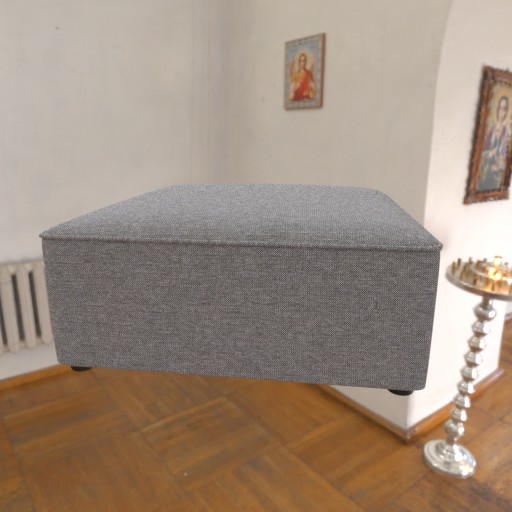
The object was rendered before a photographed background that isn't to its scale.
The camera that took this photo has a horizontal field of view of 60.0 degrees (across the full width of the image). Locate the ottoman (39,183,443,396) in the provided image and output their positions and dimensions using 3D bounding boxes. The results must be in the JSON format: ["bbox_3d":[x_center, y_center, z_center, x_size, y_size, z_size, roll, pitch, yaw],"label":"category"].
[{"bbox_3d":[0.000,0.000,1.575,1.005,0.455,1.005,2,15,8],"label":"ottoman"}]
